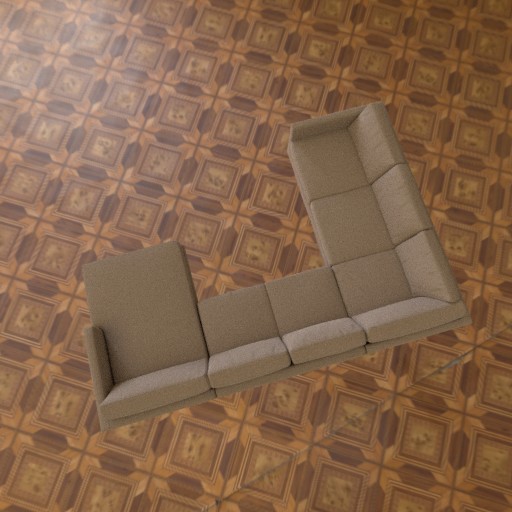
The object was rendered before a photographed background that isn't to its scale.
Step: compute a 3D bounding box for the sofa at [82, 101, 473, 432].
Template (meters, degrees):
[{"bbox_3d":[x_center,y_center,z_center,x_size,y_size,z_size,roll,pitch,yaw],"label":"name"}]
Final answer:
[{"bbox_3d":[0.000,0.000,4.438,3.438,0.865,2.424,-15,75,-4],"label":"sofa"}]
